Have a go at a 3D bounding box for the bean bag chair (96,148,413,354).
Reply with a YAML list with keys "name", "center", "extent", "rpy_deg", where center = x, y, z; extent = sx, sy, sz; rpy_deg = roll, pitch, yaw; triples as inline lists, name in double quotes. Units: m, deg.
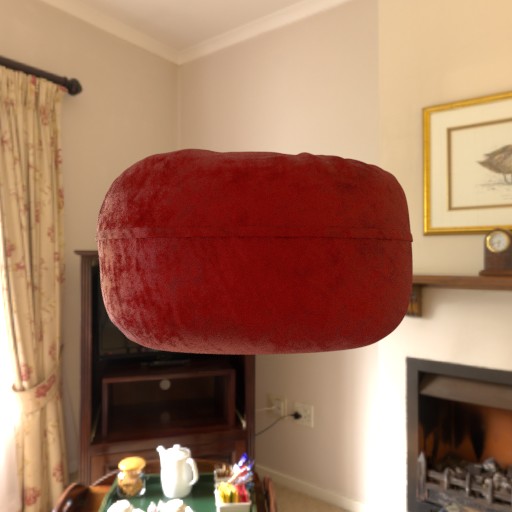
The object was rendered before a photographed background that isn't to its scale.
- name: "bean bag chair"
  center: [0.000, 0.000, 2.387]
  extent: [1.524, 0.878, 1.524]
  rpy_deg: [0, -1, -1]
